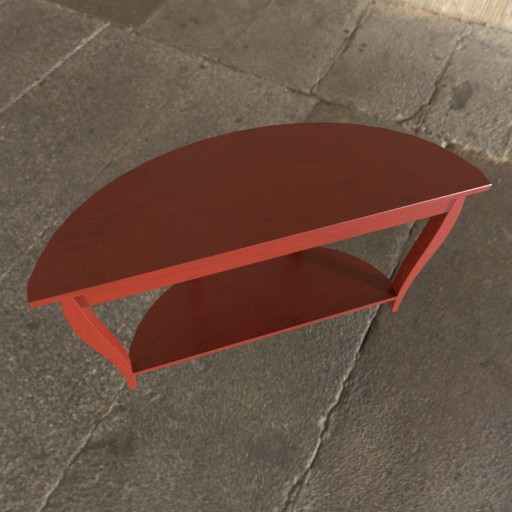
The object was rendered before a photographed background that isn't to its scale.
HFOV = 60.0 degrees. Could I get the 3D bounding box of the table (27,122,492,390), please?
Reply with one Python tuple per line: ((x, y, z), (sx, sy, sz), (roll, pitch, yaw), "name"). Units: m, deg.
((0.000, 0.000, 1.541), (1.219, 0.779, 0.405), (-15, 59, -9), "table")
